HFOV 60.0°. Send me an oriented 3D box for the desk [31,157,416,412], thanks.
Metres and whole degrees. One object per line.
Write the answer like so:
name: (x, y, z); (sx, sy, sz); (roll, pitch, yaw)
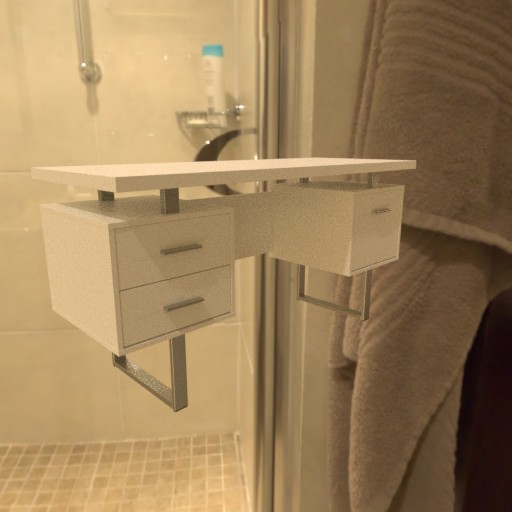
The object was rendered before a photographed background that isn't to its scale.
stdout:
desk: (0.000, 0.000, 1.890); (1.530, 0.773, 0.603); (-13, 19, -42)
